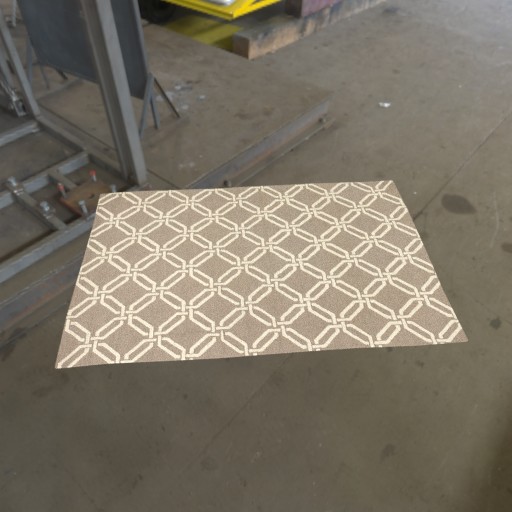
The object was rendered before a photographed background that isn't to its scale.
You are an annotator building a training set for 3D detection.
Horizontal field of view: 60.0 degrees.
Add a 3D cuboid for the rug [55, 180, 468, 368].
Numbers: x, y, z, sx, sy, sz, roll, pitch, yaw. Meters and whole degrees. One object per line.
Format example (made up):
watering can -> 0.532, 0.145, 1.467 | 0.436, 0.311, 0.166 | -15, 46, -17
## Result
rug -> 0.000, 0.000, 2.239 | 1.748, 0.010, 1.142 | -3, 47, -3
